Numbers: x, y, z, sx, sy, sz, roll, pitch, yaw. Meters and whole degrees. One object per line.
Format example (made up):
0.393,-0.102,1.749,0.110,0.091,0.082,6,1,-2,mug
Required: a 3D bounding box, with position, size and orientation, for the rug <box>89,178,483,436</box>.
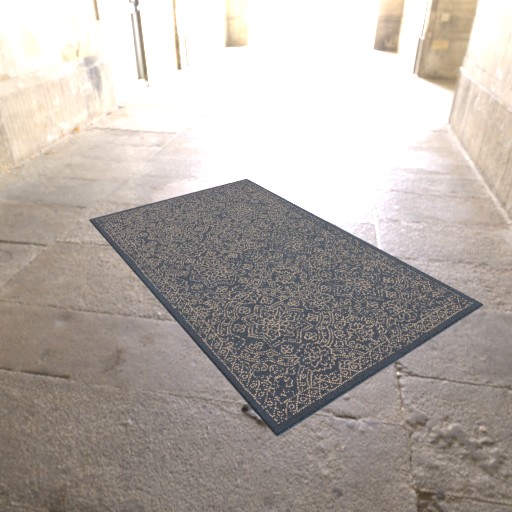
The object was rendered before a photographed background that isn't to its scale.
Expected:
0.000,0.000,3.056,1.526,0.015,2.441,-20,37,-30,rug
